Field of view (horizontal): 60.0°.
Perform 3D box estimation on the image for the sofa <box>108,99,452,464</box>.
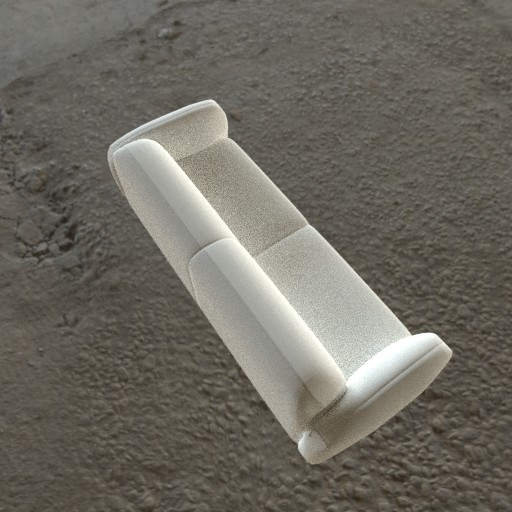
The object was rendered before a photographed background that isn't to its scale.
[{"bbox_3d":[0.000,0.000,2.653,0.870,0.780,2.280,-31,64,-17],"label":"sofa"}]
